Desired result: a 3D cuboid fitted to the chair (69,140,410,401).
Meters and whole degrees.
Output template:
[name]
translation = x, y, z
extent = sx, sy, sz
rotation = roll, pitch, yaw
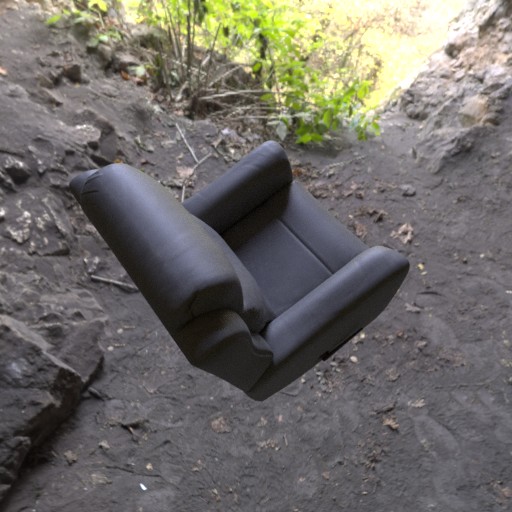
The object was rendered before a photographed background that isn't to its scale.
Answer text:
[chair]
translation = 0.000, 0.000, 1.942
extent = 1.068, 1.116, 0.967
rotation = -32, 63, -19
